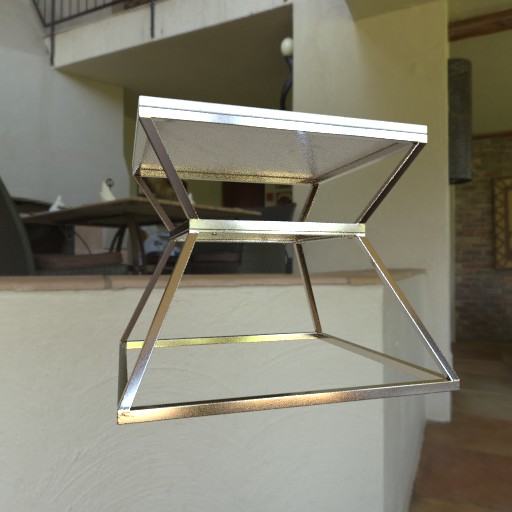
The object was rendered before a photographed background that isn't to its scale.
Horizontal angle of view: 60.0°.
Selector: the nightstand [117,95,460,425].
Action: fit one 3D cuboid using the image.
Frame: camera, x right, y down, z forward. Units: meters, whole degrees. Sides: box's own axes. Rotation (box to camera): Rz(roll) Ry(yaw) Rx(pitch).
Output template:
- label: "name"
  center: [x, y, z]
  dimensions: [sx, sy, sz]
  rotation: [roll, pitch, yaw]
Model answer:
- label: "nightstand"
  center: [0.000, 0.000, 0.869]
  dimensions: [0.513, 0.426, 0.514]
  rotation: [0, -1, -17]
